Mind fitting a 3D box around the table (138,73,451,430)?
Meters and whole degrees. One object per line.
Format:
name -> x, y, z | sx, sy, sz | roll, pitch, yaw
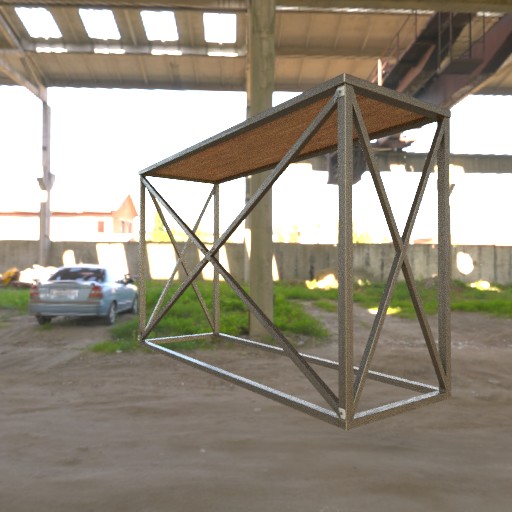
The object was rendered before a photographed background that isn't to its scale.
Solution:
table -> 0.000, 0.000, 1.541 | 0.402, 0.753, 1.216 | 1, -1, -35
